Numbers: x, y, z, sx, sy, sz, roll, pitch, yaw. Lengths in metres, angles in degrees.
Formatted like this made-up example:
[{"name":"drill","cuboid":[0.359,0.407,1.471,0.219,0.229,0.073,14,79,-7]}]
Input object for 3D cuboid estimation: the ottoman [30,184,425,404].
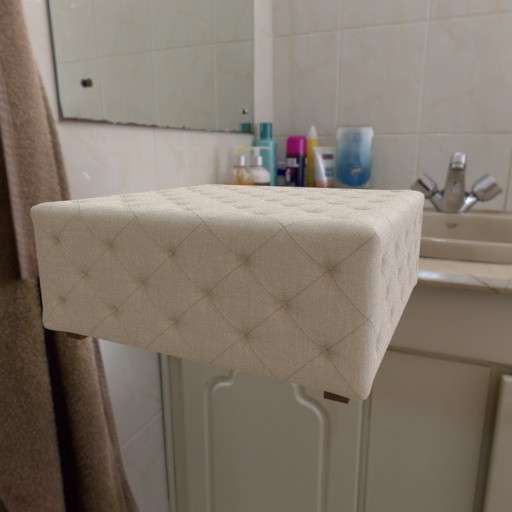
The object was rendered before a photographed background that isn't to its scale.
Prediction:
[{"name":"ottoman","cuboid":[0.000,0.000,1.597,1.028,0.439,1.028,6,14,25]}]
